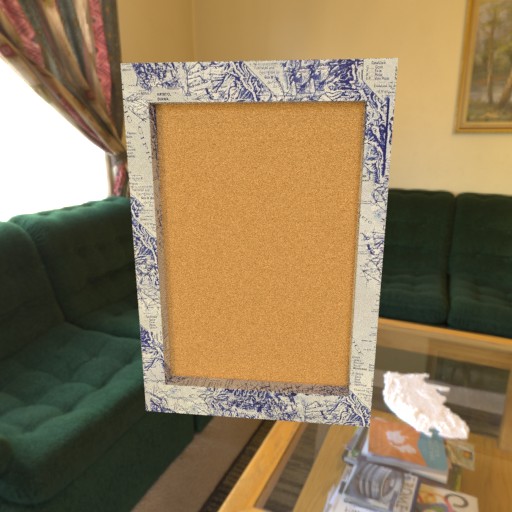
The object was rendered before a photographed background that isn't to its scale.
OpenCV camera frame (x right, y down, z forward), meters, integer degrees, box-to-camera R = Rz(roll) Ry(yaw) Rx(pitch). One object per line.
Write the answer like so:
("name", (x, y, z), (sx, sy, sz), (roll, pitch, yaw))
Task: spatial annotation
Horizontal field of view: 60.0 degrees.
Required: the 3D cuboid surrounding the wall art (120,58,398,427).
("wall art", (0.000, 0.000, 0.743), (0.408, 0.601, 0.040), (2, 15, 6))
